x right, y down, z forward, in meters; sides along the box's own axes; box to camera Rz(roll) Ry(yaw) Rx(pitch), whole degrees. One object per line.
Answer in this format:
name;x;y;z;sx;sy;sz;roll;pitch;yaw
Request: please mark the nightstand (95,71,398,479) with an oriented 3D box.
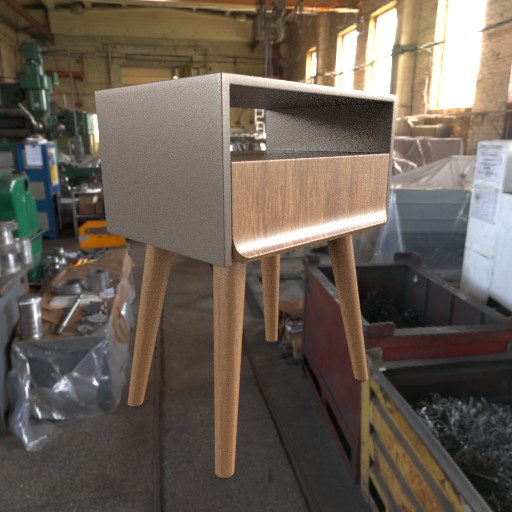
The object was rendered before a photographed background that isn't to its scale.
nightstand;0.000;0.000;0.731;0.288;0.508;0.370;14;21;43
